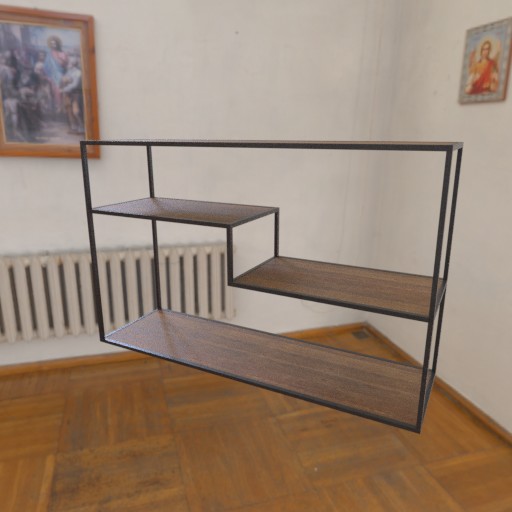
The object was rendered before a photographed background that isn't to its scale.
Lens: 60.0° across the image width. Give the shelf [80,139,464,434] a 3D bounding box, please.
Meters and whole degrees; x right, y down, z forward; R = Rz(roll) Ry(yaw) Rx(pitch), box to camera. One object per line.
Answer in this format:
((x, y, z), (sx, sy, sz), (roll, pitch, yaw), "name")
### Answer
((0.000, 0.000, 1.526), (1.201, 0.765, 0.361), (8, 17, 27), "shelf")
